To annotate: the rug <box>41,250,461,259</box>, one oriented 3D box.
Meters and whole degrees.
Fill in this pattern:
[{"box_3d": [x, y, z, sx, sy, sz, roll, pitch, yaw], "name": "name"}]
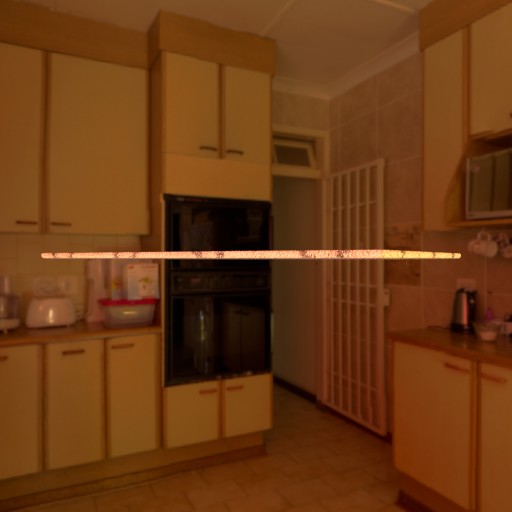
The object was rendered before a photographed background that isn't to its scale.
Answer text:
[{"box_3d": [0.000, 0.000, 2.098, 1.600, 0.025, 1.200, 0, 0, 34], "name": "rug"}]
